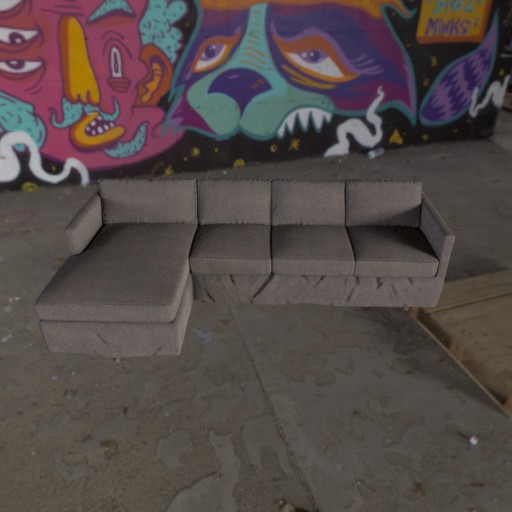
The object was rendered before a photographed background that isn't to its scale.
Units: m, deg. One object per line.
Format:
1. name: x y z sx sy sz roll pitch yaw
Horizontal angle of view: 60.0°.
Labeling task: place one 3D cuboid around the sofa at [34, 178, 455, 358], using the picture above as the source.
1. sofa: 0.000 0.000 3.796 3.205 0.922 1.650 1 31 2
